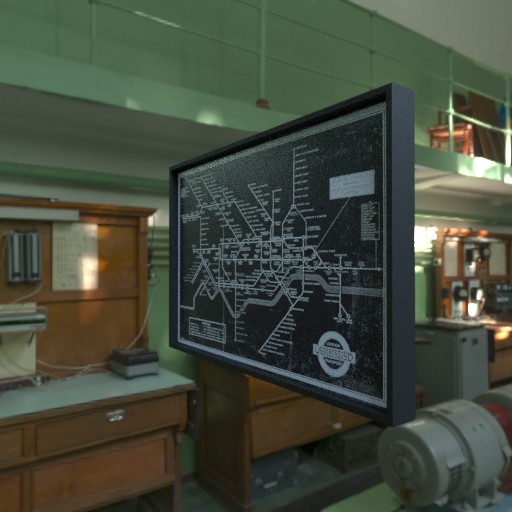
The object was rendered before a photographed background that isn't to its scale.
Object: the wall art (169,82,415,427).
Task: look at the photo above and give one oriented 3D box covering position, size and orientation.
[{"bbox_3d":[0.000,0.000,0.868,0.051,0.456,0.671,0,-1,-37],"label":"wall art"}]
